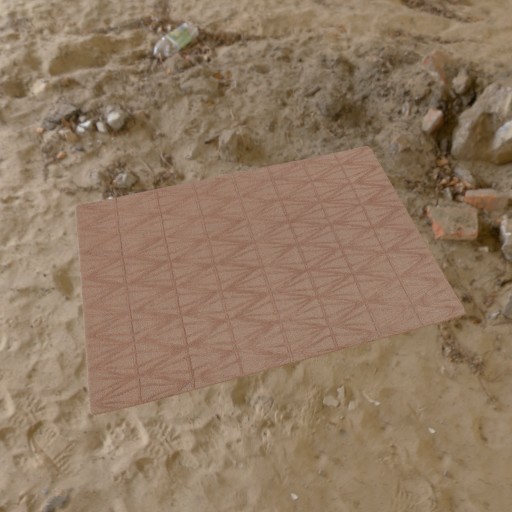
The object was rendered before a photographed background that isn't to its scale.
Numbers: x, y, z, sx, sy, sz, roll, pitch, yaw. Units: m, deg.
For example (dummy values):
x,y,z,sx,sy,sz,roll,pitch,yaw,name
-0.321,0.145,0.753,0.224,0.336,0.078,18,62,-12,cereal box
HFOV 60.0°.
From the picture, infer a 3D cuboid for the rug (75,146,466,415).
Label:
x,y,z,sx,sy,sz,roll,pitch,yaw,name
0.000,0.000,2.376,1.837,0.025,1.230,-13,59,-8,rug
